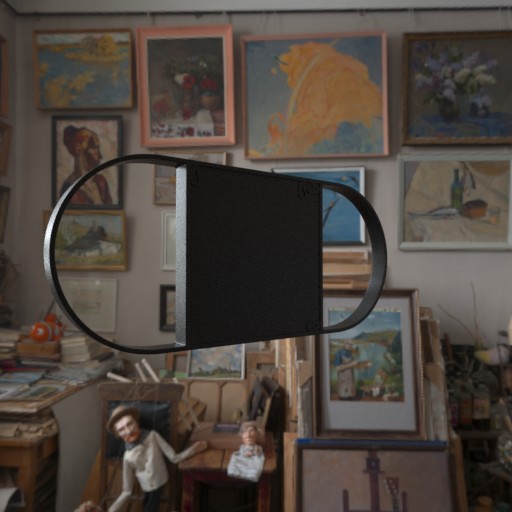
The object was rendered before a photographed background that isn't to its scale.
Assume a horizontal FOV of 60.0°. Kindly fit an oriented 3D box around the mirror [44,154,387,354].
[{"bbox_3d":[0.000,0.000,0.671,0.584,0.254,0.032,1,-2,-36],"label":"mirror"}]
